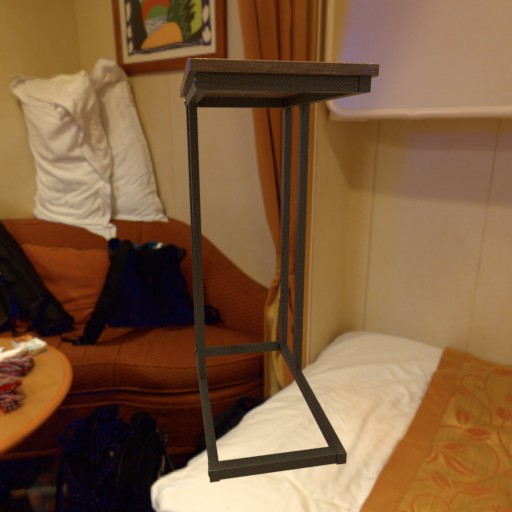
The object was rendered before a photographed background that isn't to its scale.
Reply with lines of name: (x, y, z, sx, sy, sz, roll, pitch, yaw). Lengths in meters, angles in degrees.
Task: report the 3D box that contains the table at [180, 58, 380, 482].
table: (0.000, 0.000, 0.860, 0.254, 0.637, 0.450, -3, 16, -10)
